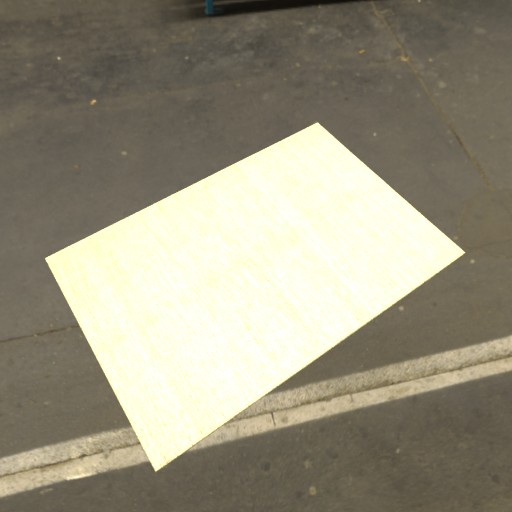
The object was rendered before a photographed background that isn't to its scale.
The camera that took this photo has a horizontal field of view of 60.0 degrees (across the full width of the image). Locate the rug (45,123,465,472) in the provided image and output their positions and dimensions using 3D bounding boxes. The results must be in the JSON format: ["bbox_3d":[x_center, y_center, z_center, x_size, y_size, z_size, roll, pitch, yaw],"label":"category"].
[{"bbox_3d":[0.000,0.000,2.352,1.850,0.015,1.250,-30,62,-18],"label":"rug"}]
